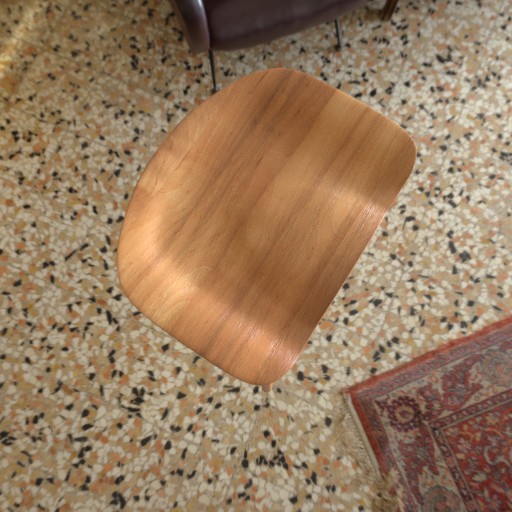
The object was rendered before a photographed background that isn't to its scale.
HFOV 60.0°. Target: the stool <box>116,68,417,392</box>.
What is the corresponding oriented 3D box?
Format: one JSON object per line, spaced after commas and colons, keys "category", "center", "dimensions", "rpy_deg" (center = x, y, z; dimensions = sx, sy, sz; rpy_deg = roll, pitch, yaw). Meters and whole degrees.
{"category": "stool", "center": [0.000, 0.000, 0.872], "dimensions": [0.361, 0.615, 0.440], "rpy_deg": [32, 79, 7]}
